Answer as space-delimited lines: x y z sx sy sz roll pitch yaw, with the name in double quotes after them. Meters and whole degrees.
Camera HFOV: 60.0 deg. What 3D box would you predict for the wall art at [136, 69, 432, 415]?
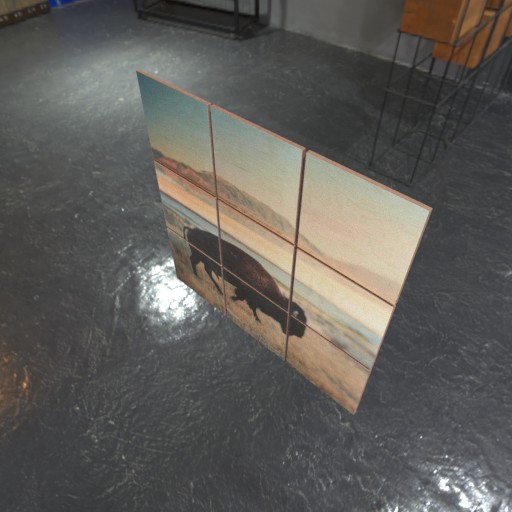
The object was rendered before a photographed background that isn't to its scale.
0.000 0.000 1.383 0.906 0.904 0.018 33 55 28 "wall art"
